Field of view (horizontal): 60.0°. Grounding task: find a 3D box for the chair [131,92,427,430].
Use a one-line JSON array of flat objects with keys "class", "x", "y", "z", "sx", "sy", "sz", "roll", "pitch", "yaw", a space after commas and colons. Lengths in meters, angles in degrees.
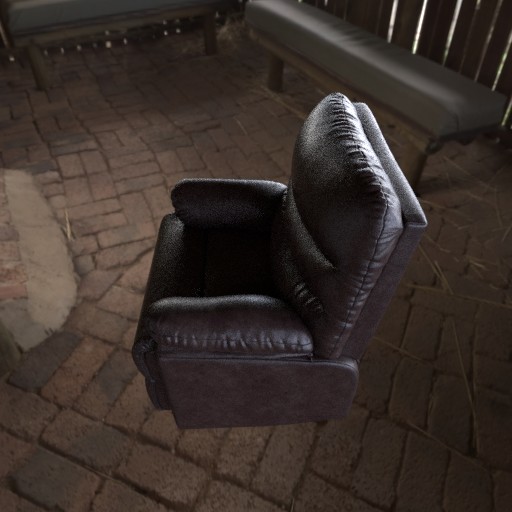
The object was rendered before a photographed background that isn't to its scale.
[{"class": "chair", "x": 0.000, "y": 0.000, "z": 1.723, "sx": 0.879, "sy": 1.041, "sz": 0.940, "roll": -1, "pitch": 41, "yaw": -1}]
